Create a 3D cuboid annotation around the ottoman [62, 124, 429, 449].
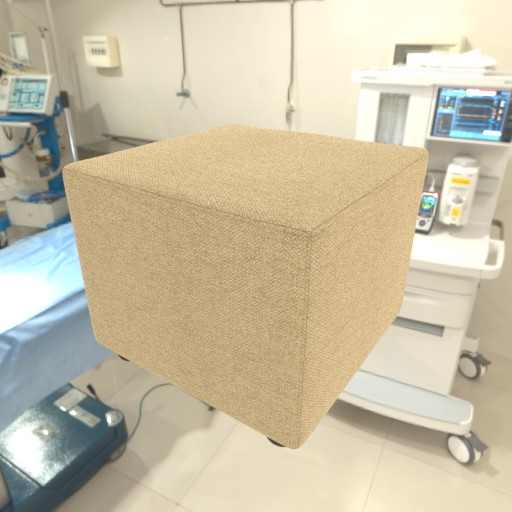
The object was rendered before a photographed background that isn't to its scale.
[{"bbox_3d":[0.000,0.000,0.906,0.508,0.432,0.508,17,31,31],"label":"ottoman"}]
